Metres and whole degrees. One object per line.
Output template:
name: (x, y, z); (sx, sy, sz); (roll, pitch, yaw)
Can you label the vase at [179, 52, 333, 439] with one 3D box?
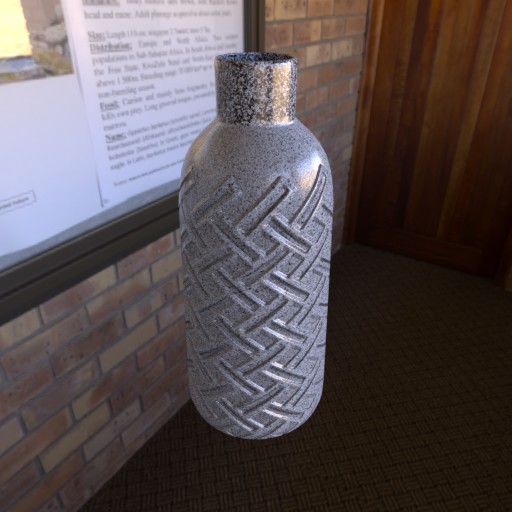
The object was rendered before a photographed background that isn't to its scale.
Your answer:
vase: (0.000, 0.000, 0.342); (0.122, 0.282, 0.122); (0, 30, 0)
